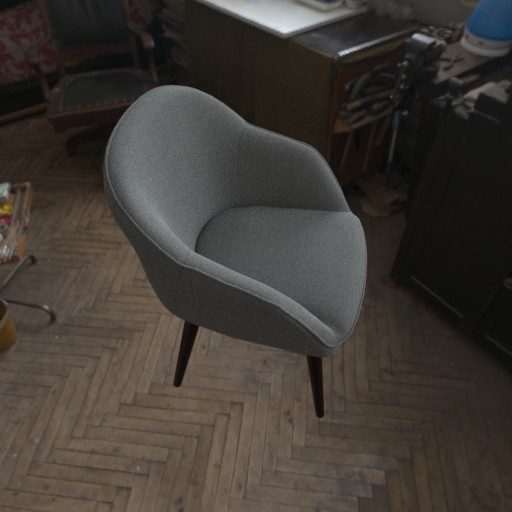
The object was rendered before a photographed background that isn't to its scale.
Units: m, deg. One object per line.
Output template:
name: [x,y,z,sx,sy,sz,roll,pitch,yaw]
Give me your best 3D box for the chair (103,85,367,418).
chair: [0.000,0.000,1.241,0.611,0.810,0.589,9,48,8]
